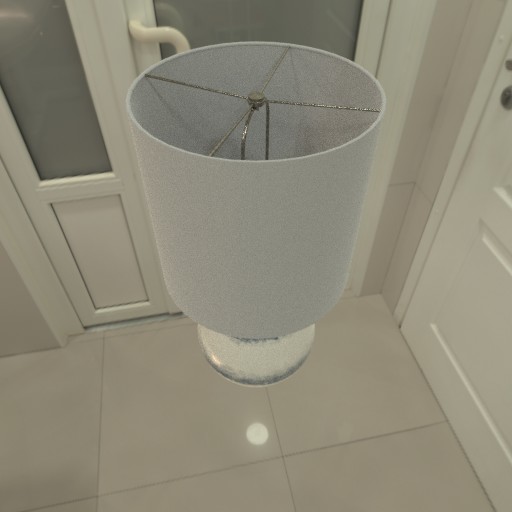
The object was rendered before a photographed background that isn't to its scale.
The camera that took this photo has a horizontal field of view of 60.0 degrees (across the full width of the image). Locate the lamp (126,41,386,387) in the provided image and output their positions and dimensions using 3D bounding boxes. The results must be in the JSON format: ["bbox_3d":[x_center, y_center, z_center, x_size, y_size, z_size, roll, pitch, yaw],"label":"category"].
[{"bbox_3d":[0.000,0.000,0.520,0.216,0.404,0.216,-8,46,-8],"label":"lamp"}]
